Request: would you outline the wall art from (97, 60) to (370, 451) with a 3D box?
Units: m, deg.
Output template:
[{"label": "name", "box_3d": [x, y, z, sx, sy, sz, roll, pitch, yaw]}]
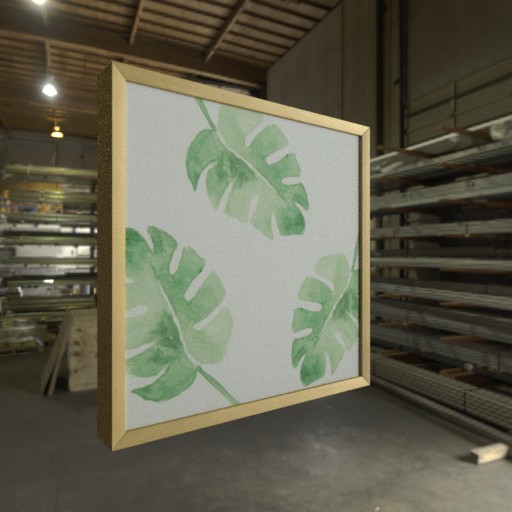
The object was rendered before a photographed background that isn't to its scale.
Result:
[{"label": "wall art", "box_3d": [0.000, 0.000, 0.449, 0.305, 0.305, 0.038, 0, 0, -36]}]
